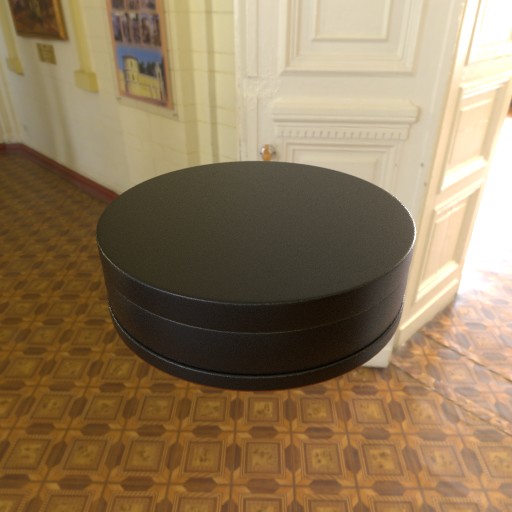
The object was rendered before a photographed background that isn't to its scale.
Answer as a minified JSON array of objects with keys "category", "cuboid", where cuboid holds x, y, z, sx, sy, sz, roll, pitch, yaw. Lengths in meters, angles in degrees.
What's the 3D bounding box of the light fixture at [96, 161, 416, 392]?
[{"category":"light fixture","cuboid":[0.000,0.000,0.430,0.283,0.097,0.283,0,31,0]}]
